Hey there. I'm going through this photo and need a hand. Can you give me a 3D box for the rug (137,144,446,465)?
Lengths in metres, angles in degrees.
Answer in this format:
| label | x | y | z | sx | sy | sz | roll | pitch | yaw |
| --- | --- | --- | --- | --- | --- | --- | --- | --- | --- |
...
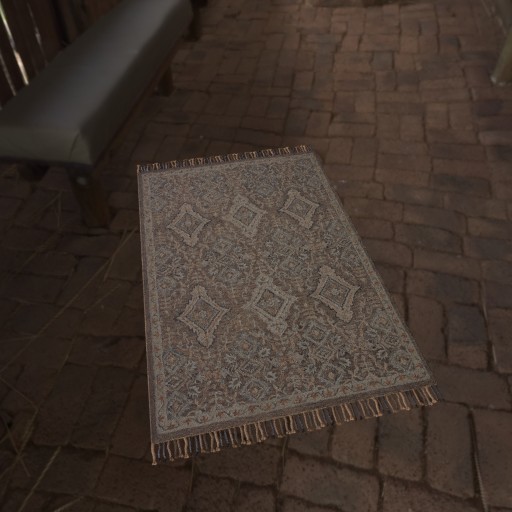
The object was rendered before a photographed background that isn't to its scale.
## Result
| label | x | y | z | sx | sy | sz | roll | pitch | yaw |
| --- | --- | --- | --- | --- | --- | --- | --- | --- | --- |
| rug | 0.000 | 0.000 | 3.006 | 1.516 | 0.010 | 2.434 | -9 | 48 | -8 |
